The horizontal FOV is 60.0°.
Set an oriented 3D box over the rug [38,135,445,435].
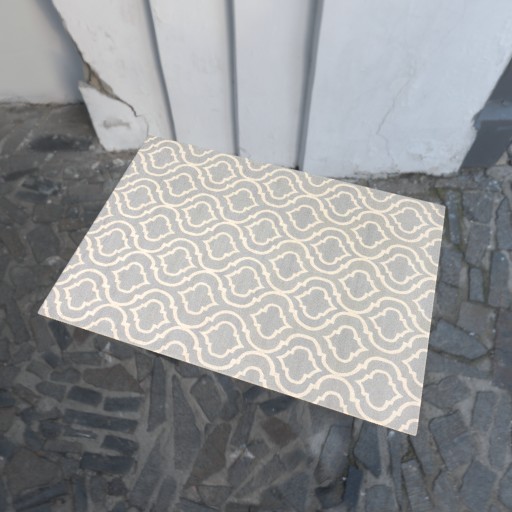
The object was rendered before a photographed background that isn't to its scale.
[{"bbox_3d":[0.000,0.000,2.645,2.080,0.010,1.451,15,60,9],"label":"rug"}]
